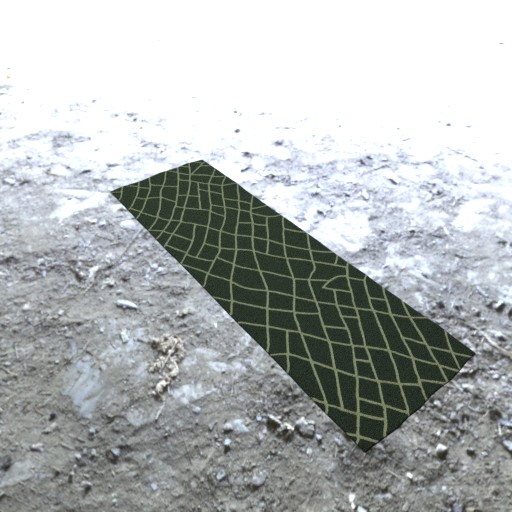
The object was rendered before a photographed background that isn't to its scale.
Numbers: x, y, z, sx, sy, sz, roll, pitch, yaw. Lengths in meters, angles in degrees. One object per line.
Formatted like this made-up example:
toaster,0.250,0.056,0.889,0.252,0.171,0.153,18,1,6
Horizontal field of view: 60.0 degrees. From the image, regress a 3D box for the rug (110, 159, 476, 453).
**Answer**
rug,0.000,0.000,2.689,0.807,0.010,2.476,-27,47,-28
